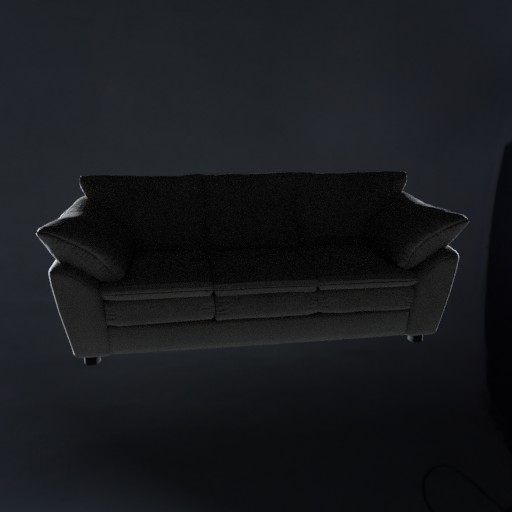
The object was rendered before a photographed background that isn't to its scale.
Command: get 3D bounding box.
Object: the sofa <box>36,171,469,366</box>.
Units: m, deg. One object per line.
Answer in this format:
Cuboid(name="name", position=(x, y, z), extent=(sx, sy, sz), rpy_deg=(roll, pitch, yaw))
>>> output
Cuboid(name="sofa", position=(0.000, 0.000, 2.798), extent=(2.334, 0.996, 0.878), rpy_deg=(-2, 16, -8))
